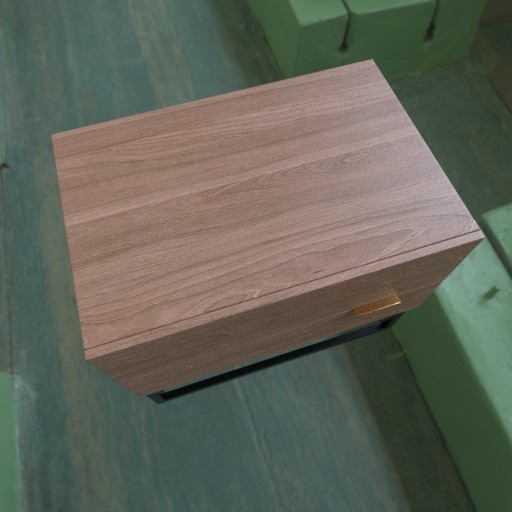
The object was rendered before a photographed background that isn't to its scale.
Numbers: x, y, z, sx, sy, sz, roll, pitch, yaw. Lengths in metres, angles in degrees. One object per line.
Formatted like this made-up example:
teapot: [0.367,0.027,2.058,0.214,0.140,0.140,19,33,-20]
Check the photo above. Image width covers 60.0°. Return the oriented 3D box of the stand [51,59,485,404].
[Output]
stand: [0.000,0.000,0.932,0.600,0.500,0.420,-16,65,-8]
